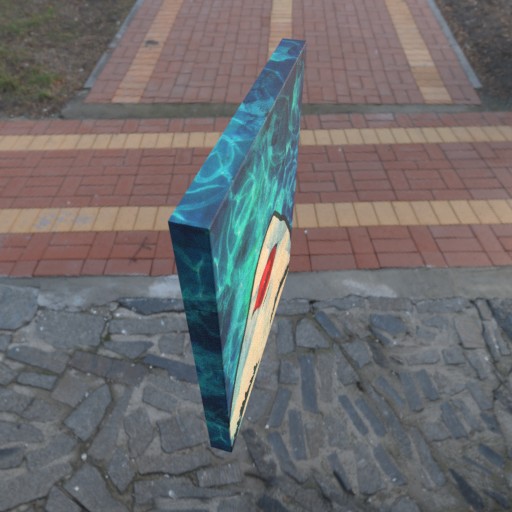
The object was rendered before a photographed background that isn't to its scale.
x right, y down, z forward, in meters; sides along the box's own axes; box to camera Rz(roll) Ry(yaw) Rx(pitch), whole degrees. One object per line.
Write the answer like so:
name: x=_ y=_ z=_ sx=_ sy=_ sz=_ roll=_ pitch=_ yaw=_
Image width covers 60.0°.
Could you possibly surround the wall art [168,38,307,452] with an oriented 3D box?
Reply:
wall art: x=0.000 y=0.000 z=0.706 sx=0.038 sy=0.508 sz=0.432 roll=11 pitch=47 yaw=11
